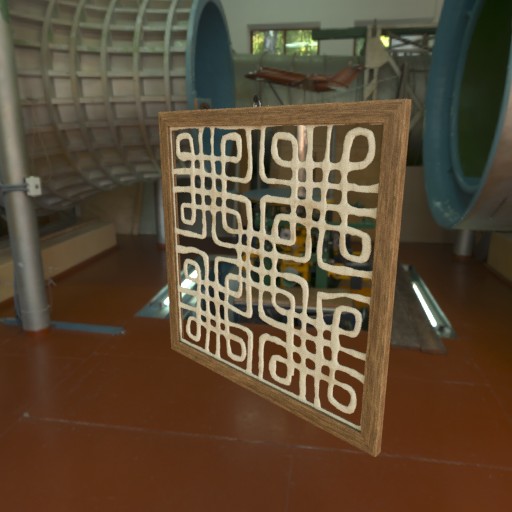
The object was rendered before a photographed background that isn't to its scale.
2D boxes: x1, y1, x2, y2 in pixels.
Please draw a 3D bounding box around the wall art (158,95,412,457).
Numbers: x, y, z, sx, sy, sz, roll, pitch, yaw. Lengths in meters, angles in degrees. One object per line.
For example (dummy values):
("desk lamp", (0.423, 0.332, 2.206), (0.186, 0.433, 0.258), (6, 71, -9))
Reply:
("wall art", (0.000, 0.000, 0.847), (0.561, 0.582, 0.021), (14, 21, 41))
